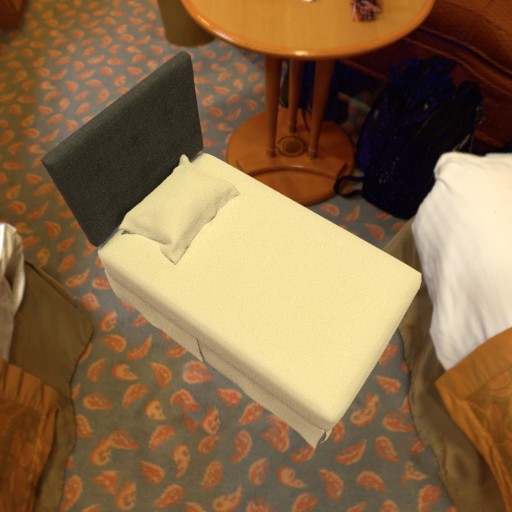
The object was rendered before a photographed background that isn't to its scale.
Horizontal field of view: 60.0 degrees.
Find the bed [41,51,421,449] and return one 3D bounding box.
[{"bbox_3d":[0.000,0.000,2.906,1.997,1.571,1.261,32,64,18],"label":"bed"}]
